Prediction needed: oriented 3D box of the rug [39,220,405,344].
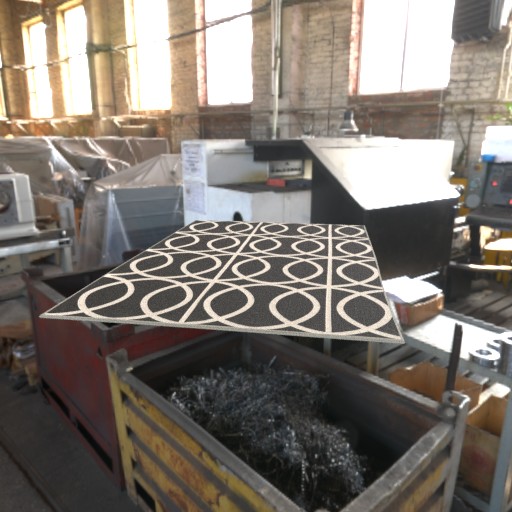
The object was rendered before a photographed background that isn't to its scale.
[{"bbox_3d":[0.000,0.000,2.876,1.528,0.014,2.294,2,15,9],"label":"rug"}]
